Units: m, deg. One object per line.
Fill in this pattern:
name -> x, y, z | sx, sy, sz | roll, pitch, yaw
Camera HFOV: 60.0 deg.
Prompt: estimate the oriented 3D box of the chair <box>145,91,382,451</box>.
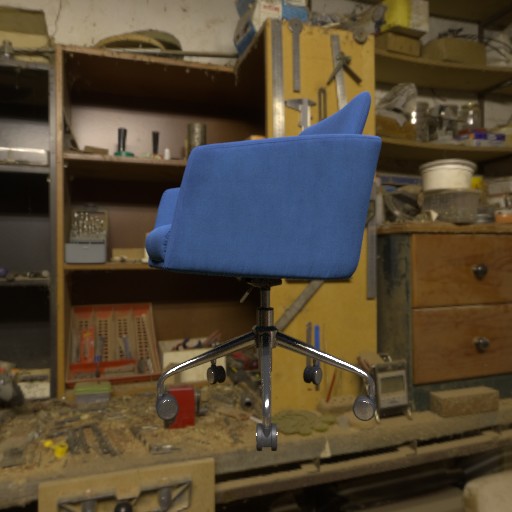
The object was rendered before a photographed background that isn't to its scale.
chair -> 0.000, 0.000, 1.323 | 0.635, 0.908, 0.641 | 0, 0, -17
